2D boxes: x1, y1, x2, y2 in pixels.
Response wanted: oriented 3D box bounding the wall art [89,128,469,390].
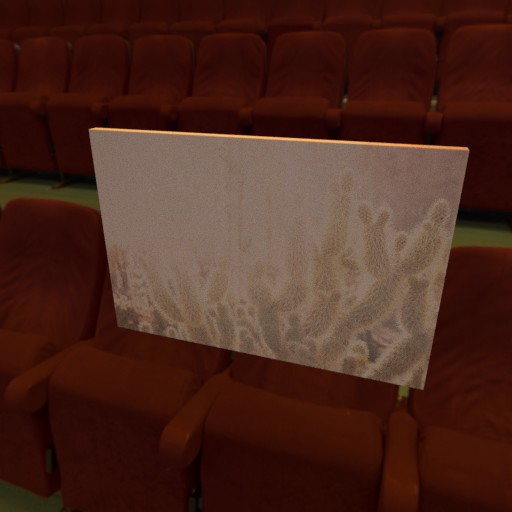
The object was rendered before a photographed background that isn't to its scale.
[{"bbox_3d":[0.000,0.000,1.448,1.142,0.758,0.041,8,25,17],"label":"wall art"}]
